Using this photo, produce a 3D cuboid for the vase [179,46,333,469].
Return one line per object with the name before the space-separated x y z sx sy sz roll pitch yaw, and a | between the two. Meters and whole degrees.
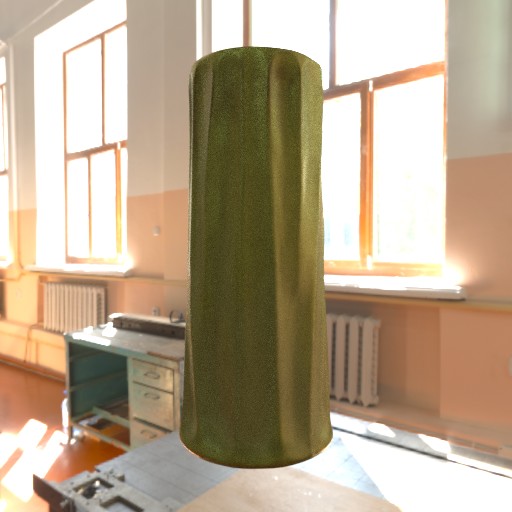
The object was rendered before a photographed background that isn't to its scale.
vase | 0.000 0.000 0.176 0.061 0.143 0.061 0 1 0
